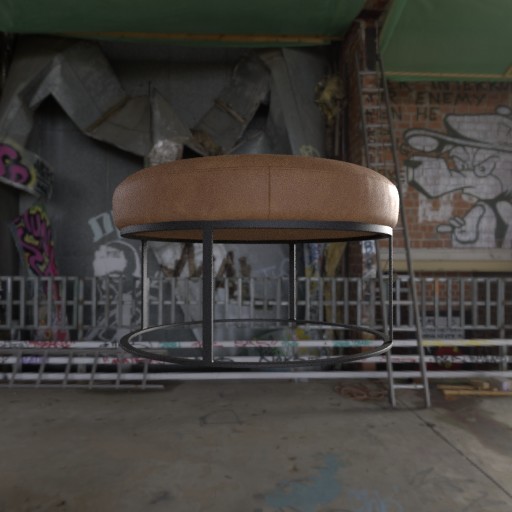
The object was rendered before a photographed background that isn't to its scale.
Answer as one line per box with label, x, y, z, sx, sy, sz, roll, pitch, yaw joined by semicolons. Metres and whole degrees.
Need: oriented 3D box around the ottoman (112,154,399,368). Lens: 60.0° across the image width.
ottoman;0.000;0.000;1.253;0.771;0.460;0.771;0;-1;0
